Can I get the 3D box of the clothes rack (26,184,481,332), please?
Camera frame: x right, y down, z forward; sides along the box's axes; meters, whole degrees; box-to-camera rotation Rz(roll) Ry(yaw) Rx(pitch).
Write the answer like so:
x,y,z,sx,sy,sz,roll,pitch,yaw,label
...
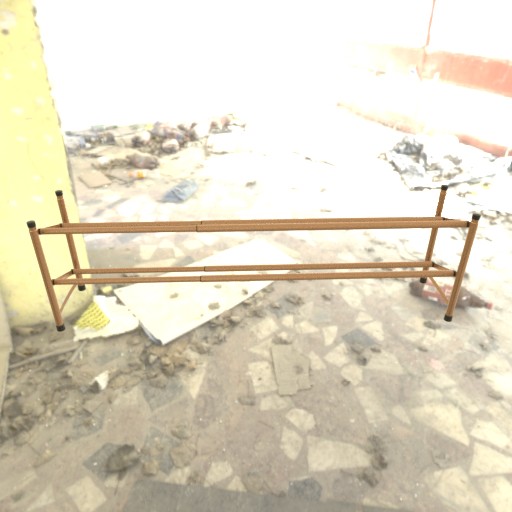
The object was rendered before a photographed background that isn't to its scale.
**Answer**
x,y,z,sx,sy,sz,roll,pitch,yaw,label
0.000,0.000,1.312,1.168,0.349,0.229,-1,30,-2,clothes rack
